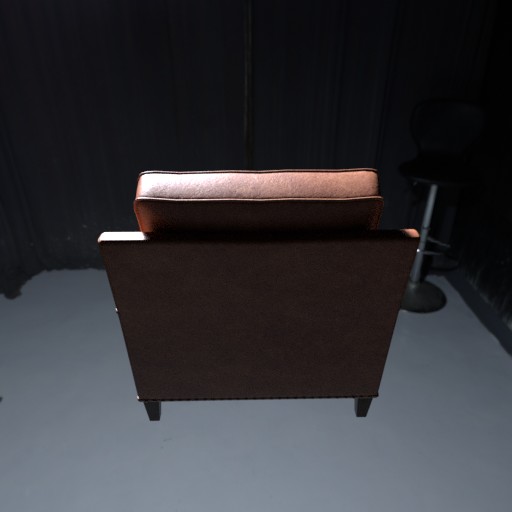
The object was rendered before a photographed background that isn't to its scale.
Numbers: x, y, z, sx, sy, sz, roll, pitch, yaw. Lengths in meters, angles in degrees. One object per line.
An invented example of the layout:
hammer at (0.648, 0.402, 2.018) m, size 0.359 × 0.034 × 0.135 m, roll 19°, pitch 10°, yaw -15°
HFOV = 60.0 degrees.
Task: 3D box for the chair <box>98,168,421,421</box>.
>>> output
chair at (0.000, 0.000, 1.746) m, size 0.853 × 0.943 × 1.014 m, roll -1°, pitch 29°, yaw -1°
